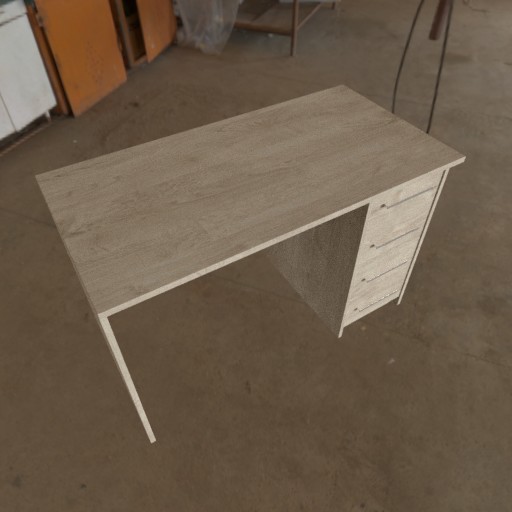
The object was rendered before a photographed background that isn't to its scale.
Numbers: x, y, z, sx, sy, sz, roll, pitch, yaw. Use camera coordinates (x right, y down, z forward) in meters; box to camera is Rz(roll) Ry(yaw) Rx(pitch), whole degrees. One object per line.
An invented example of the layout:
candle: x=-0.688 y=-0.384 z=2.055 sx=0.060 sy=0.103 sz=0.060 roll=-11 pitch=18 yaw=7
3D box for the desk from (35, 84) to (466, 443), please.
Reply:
desk: x=0.000 y=0.000 z=1.519 sx=1.096 sy=0.730 sz=0.560 roll=-24 pitch=50 yaw=-22
